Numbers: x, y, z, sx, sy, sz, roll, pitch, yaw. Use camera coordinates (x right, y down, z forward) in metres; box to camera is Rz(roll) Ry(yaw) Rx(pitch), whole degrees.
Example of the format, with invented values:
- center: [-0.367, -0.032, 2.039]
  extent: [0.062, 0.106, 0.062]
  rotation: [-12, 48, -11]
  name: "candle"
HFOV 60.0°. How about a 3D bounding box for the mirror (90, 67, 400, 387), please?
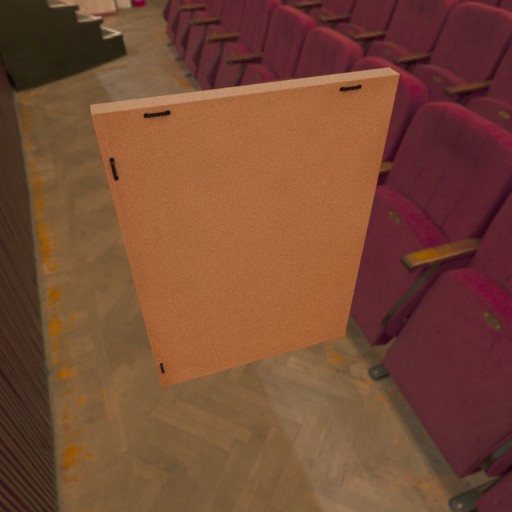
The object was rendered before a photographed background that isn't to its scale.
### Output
- center: [0.000, 0.000, 0.940]
  extent: [0.507, 0.710, 0.040]
  rotation: [-13, 43, -14]
  name: "mirror"
